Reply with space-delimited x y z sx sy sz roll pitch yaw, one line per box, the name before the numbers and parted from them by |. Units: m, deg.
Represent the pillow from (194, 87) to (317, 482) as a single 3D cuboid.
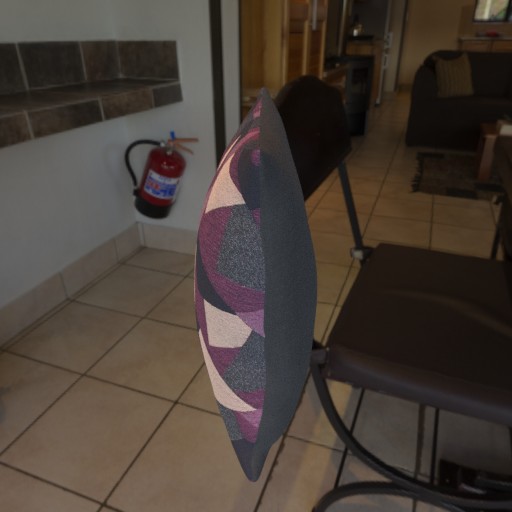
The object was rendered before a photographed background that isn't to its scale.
pillow | 0.000 0.000 0.758 0.208 0.496 0.503 1 27 2
